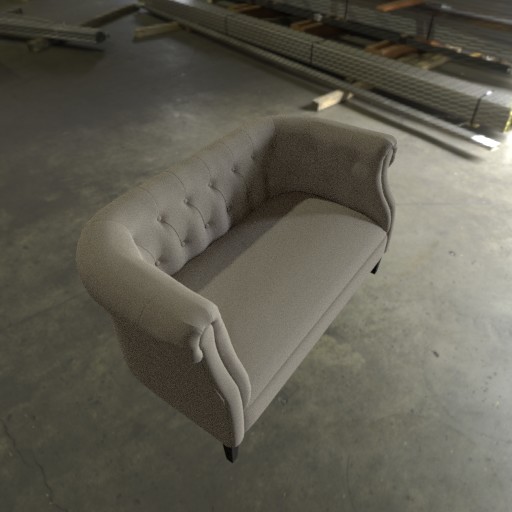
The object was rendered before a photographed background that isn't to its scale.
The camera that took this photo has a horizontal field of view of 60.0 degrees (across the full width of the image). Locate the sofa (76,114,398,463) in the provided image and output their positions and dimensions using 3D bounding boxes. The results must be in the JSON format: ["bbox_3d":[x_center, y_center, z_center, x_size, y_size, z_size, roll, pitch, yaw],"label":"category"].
[{"bbox_3d":[0.000,0.000,2.074,0.835,0.827,1.558,25,47,26],"label":"sofa"}]
